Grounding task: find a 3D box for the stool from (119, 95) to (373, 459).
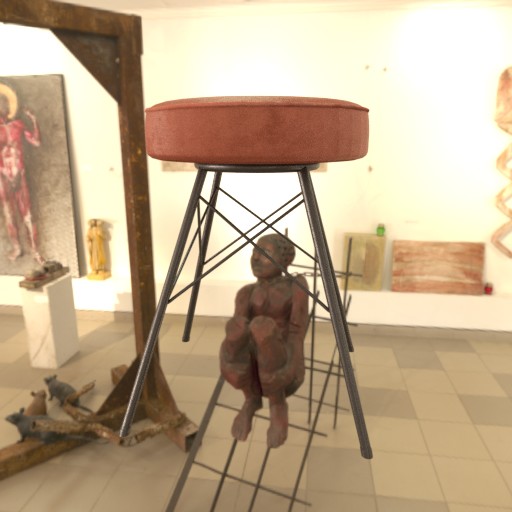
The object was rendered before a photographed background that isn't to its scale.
[{"bbox_3d":[0.000,0.000,0.902,0.457,0.593,0.421,2,15,7],"label":"stool"}]
